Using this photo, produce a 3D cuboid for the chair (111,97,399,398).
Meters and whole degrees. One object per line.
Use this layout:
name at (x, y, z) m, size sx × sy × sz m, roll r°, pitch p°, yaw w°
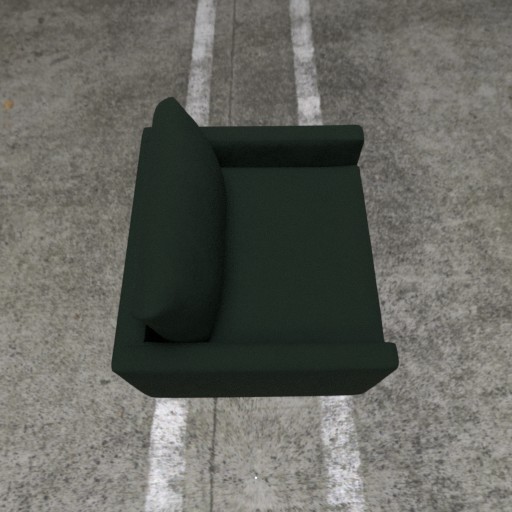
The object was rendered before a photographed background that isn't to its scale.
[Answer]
chair at (0.000, 0.000, 1.663) m, size 0.866 × 0.861 × 0.963 m, roll -1°, pitch 63°, yaw 0°
